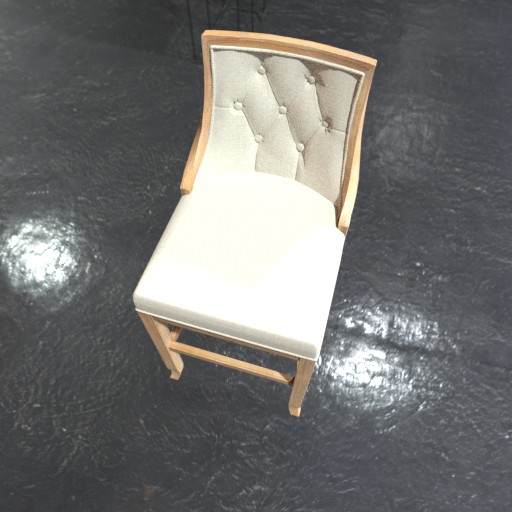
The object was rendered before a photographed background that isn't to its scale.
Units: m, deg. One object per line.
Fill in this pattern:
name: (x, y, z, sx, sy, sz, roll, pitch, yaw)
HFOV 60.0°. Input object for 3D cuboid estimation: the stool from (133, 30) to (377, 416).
stool: (0.000, 0.000, 1.408, 0.524, 1.101, 0.626, 14, 59, 9)
